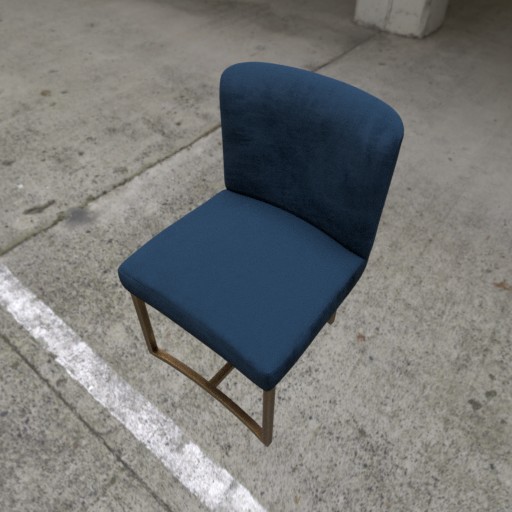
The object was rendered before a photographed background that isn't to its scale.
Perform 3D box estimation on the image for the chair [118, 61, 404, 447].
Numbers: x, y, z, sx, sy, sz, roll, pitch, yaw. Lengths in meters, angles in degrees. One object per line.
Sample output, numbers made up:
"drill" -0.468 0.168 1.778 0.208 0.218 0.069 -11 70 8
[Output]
"chair" 0.000 0.000 1.208 0.530 0.824 0.560 30 53 26
